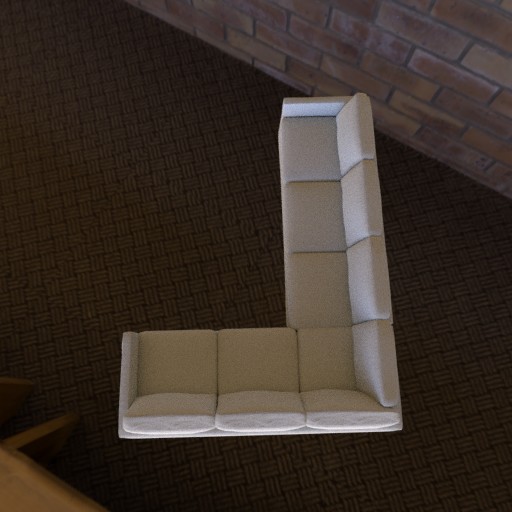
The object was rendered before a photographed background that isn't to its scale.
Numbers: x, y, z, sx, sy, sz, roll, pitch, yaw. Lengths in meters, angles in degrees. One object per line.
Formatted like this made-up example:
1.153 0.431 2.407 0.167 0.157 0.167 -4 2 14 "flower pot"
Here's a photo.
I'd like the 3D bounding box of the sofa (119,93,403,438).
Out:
0.000 0.000 4.469 2.522 0.934 3.333 -1 76 0 "sofa"
